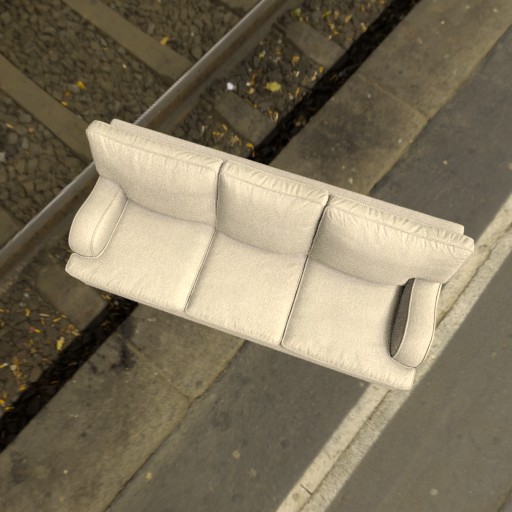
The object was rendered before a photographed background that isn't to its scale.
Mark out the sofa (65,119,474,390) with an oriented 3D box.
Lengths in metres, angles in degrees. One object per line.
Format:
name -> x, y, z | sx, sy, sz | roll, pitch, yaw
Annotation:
sofa -> 0.000, 0.000, 2.863 | 2.323, 0.991, 1.016 | 18, 74, 5
